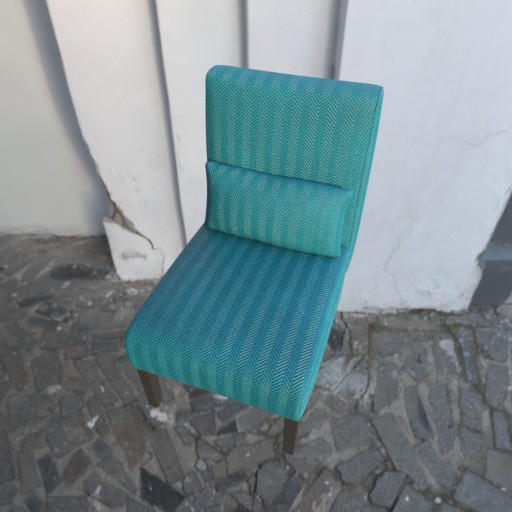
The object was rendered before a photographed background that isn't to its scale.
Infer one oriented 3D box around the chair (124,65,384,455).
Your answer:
[{"bbox_3d":[0.000,0.000,1.450,0.579,0.927,0.808,14,44,15],"label":"chair"}]
